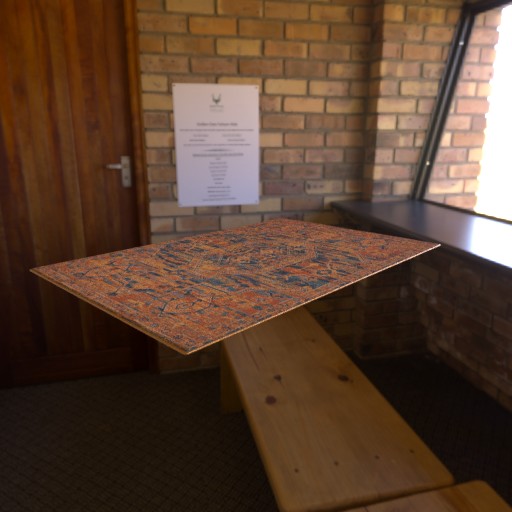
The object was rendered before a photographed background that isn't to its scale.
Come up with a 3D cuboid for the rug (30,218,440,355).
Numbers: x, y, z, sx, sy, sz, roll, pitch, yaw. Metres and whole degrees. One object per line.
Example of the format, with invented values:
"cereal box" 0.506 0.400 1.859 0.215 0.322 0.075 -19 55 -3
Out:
"rug" 0.000 0.000 2.225 1.148 0.013 1.758 14 21 42
